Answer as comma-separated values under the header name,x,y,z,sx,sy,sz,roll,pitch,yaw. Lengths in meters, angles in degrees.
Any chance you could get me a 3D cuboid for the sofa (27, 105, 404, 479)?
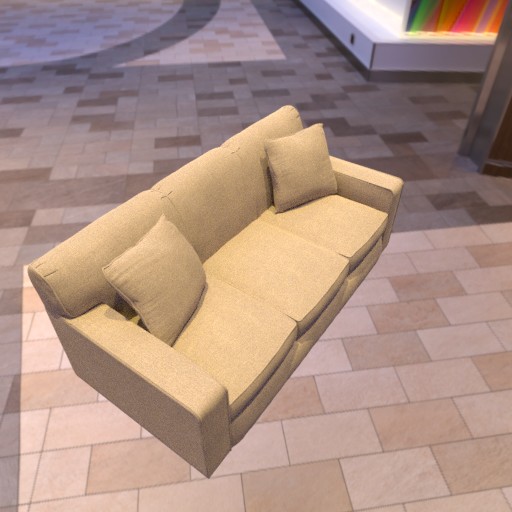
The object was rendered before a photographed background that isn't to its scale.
name,x,y,z,sx,sy,sz,roll,pitch,yaw
sofa,0.000,0.000,2.542,0.997,0.958,2.024,25,47,26
